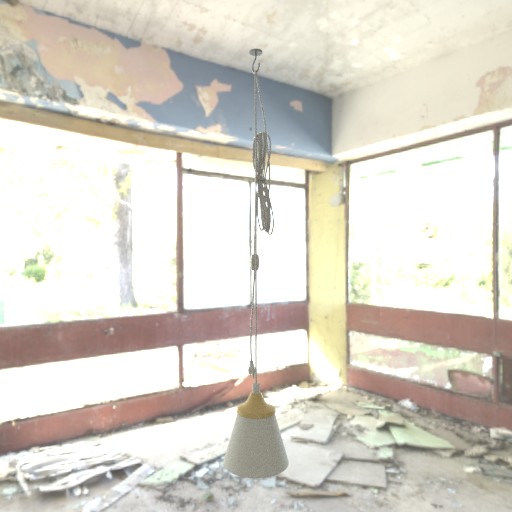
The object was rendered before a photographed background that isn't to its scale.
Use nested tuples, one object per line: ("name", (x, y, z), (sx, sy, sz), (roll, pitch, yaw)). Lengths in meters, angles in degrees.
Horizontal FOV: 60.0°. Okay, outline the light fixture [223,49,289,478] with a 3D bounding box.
("light fixture", (0.000, 0.000, 1.043), (0.153, 0.966, 0.153), (0, -1, -1))
